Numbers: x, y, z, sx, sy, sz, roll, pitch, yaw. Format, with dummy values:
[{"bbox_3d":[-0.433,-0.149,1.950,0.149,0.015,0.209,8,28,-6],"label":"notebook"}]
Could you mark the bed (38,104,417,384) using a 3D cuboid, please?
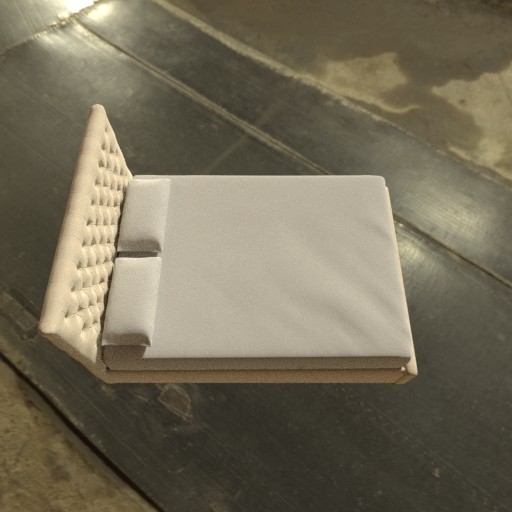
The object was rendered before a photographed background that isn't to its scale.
[{"bbox_3d":[0.000,0.000,3.372,2.387,1.427,1.698,0,63,0],"label":"bed"}]
